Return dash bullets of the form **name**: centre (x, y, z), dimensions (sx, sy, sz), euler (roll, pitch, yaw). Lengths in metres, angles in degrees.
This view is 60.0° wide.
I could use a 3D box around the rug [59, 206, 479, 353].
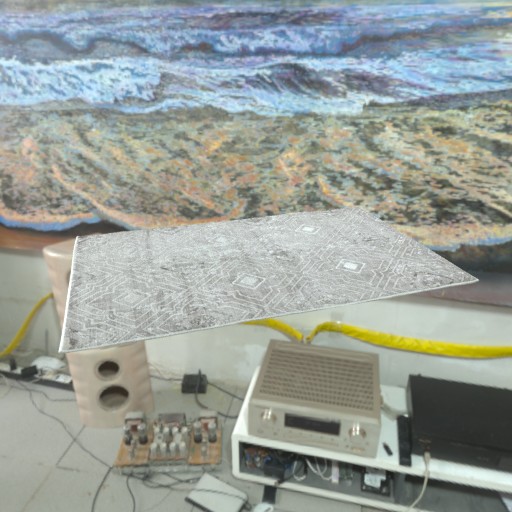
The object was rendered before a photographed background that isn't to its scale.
- **rug**: centre (0.000, 0.000, 3.104), dimensions (2.447, 0.036, 1.537), euler (-7, 26, -16)
